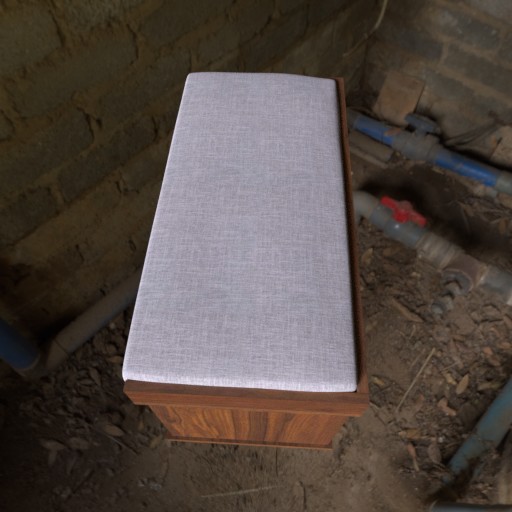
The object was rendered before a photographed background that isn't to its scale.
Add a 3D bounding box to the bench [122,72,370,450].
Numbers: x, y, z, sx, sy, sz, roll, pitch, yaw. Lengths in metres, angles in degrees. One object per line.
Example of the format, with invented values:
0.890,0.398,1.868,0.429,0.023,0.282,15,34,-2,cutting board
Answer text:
0.000,0.000,0.995,0.362,0.461,0.734,3,58,2,bench
